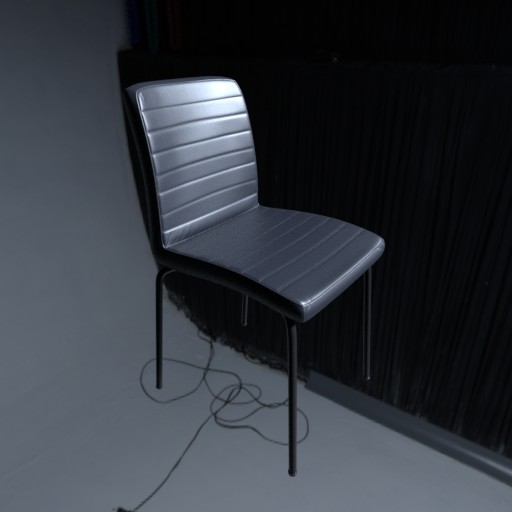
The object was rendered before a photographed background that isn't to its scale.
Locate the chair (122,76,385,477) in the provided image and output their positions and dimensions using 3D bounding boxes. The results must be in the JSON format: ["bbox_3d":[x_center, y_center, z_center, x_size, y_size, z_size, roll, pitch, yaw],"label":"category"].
[{"bbox_3d":[0.000,0.000,1.207,0.572,0.872,0.450,19,32,33],"label":"chair"}]
